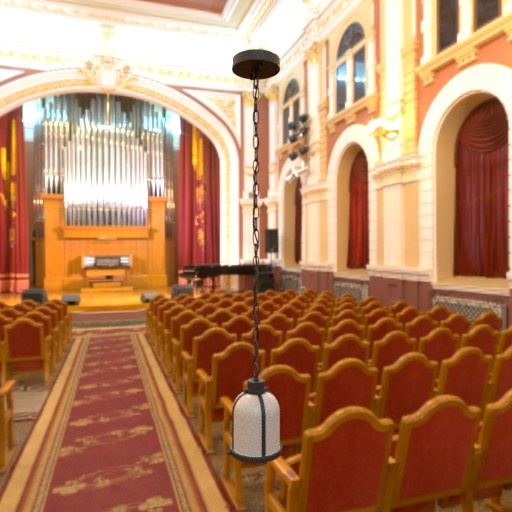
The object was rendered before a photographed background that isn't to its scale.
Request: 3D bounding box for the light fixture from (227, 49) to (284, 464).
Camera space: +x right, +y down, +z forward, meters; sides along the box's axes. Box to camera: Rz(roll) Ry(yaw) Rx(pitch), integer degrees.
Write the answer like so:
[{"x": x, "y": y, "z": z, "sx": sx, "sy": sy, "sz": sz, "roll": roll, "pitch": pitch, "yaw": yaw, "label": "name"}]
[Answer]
[{"x": 0.000, "y": 0.000, "z": 1.339, "sx": 0.178, "sy": 1.181, "sz": 0.178, "roll": 0, "pitch": 0, "yaw": -18, "label": "light fixture"}]
